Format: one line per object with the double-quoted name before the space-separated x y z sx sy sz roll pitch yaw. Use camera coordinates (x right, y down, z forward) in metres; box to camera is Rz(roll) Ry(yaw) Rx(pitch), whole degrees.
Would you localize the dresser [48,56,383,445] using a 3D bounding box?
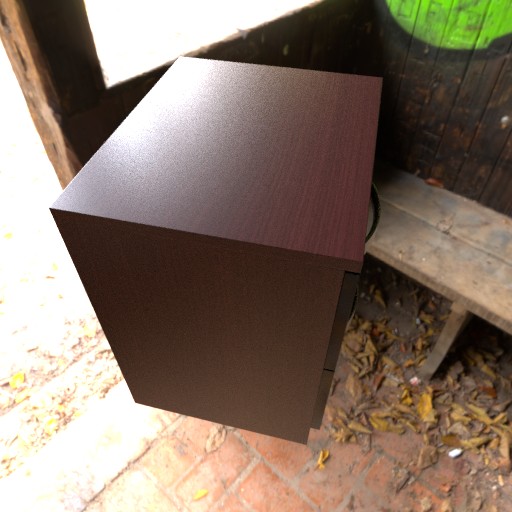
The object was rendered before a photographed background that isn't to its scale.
"dresser" 0.000 0.000 0.749 0.360 0.470 0.400 10 47 9
